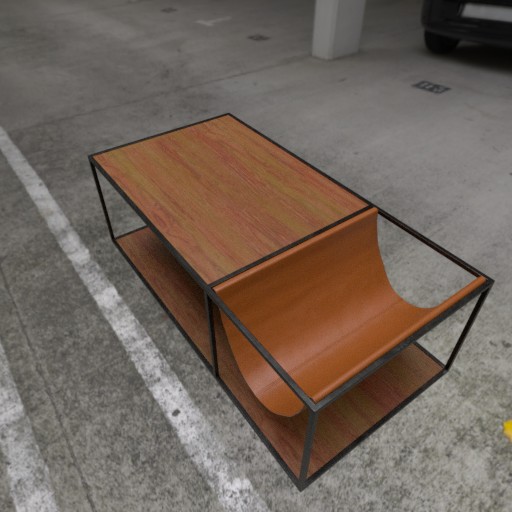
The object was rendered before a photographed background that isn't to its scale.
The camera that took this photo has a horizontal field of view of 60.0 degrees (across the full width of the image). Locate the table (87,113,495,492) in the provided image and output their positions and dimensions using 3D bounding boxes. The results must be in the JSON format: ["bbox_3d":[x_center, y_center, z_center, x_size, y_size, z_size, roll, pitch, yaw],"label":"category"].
[{"bbox_3d":[0.000,0.000,1.462,0.597,0.403,1.199,-26,48,-26],"label":"table"}]
